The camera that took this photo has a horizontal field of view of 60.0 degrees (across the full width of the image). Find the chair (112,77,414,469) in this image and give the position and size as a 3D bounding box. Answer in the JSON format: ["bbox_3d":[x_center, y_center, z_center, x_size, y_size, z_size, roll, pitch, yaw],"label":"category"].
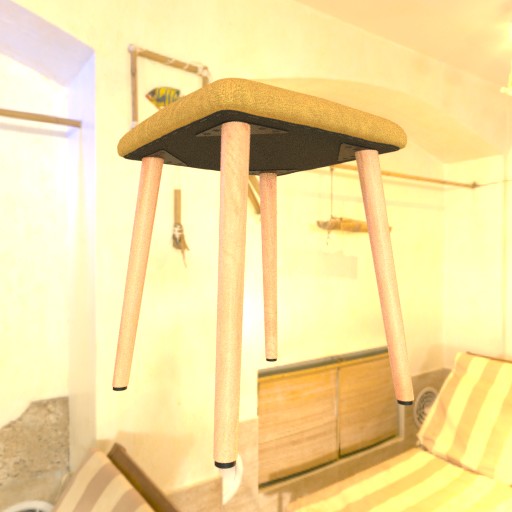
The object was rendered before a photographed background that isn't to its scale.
[{"bbox_3d":[0.000,0.000,0.693,0.350,0.440,0.350,-1,1,-37],"label":"chair"}]
